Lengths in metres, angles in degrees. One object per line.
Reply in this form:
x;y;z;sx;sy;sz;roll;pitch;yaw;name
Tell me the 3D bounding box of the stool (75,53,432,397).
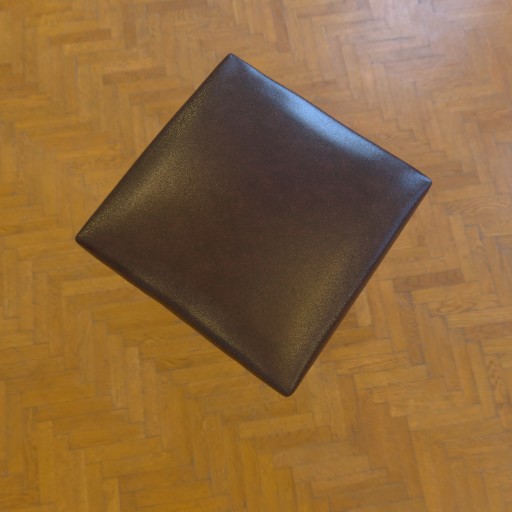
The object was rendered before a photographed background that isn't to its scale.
0.000;0.000;0.936;0.382;0.702;0.383;35;79;8;stool
